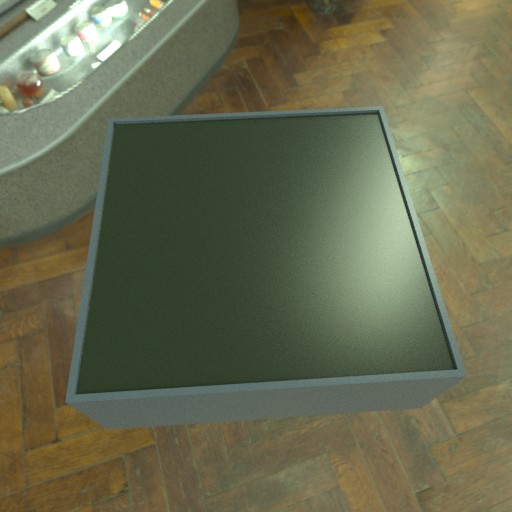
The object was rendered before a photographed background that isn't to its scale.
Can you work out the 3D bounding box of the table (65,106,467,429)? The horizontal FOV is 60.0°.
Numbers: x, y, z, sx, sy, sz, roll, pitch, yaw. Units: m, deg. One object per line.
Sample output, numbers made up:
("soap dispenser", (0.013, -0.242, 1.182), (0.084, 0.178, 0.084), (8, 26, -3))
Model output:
("table", (0.000, 0.000, 1.216), (0.801, 0.299, 0.801), (-3, 59, -2))
